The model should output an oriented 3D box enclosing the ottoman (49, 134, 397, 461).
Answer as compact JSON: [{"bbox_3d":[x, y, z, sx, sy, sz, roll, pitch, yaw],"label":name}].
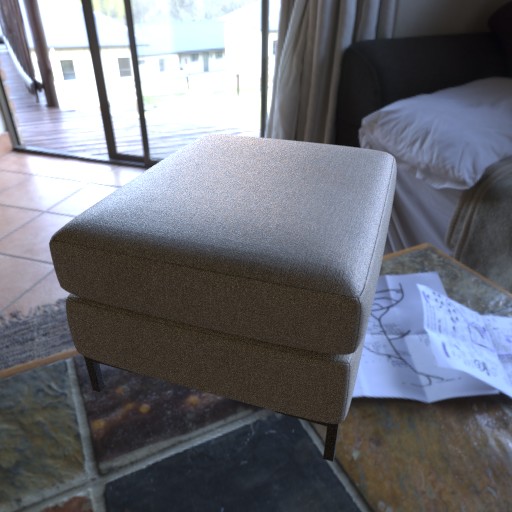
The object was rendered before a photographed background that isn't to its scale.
[{"bbox_3d":[0.000,0.000,1.232,0.671,0.490,0.820,10,33,16],"label":"ottoman"}]
